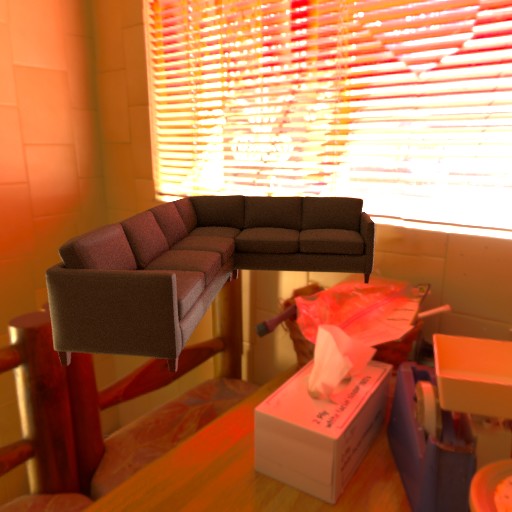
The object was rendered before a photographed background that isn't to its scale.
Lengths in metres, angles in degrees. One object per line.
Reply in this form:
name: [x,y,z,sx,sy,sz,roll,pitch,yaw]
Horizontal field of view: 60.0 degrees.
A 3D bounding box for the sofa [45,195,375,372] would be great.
sofa: [0.000,0.000,4.488,2.593,0.947,3.302,2,14,7]
